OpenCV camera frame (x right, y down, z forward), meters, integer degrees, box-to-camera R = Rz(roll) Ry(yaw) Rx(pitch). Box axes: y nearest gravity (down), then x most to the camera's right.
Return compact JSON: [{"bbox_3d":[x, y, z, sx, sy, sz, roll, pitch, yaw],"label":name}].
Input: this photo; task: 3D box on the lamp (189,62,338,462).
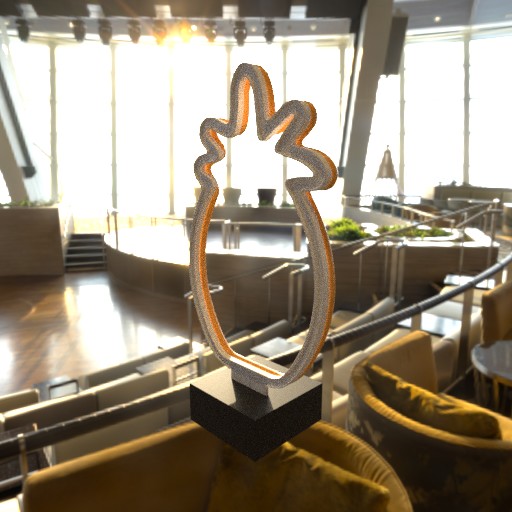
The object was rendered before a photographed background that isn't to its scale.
[{"bbox_3d":[0.000,0.000,0.389,0.088,0.317,0.167,-11,16,-44],"label":"lamp"}]
